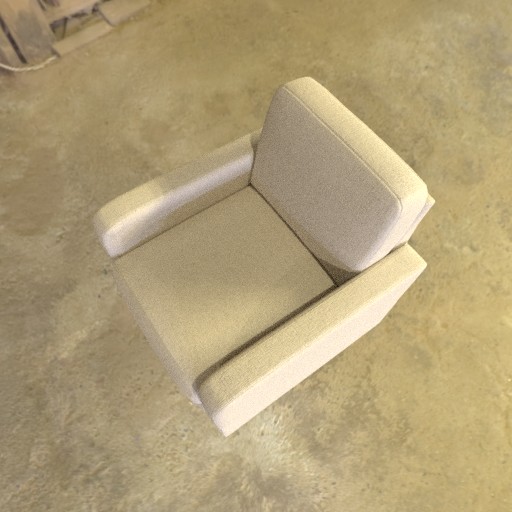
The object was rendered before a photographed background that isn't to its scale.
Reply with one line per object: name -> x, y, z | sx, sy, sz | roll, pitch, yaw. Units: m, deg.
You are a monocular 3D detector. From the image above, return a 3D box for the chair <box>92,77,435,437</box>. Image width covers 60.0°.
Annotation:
chair -> 0.000, 0.000, 1.501 | 0.888, 0.827, 0.755 | -32, 68, -15
